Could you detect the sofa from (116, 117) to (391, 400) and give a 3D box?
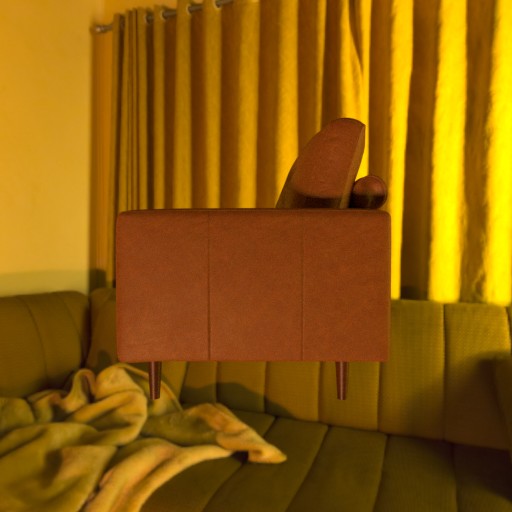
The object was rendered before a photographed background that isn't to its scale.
[{"bbox_3d":[0.000,0.000,1.974,0.868,0.898,1.430,0,1,0],"label":"sofa"}]
